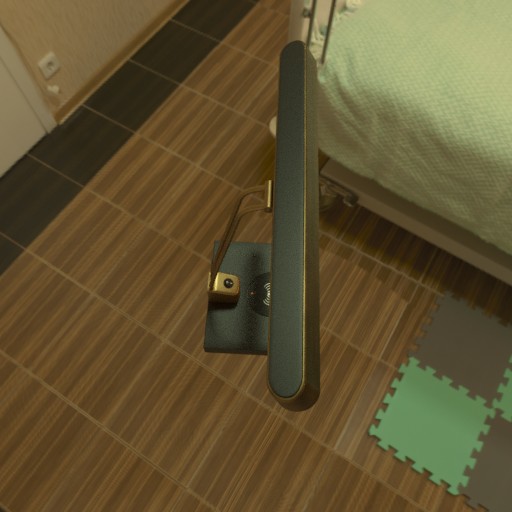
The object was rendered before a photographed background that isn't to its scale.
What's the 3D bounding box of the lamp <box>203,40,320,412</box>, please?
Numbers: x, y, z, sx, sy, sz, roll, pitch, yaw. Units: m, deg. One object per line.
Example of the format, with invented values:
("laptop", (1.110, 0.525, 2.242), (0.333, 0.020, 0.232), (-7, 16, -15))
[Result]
("lamp", (0.000, 0.000, 0.582), (0.156, 0.345, 0.412), (3, 65, 1))
